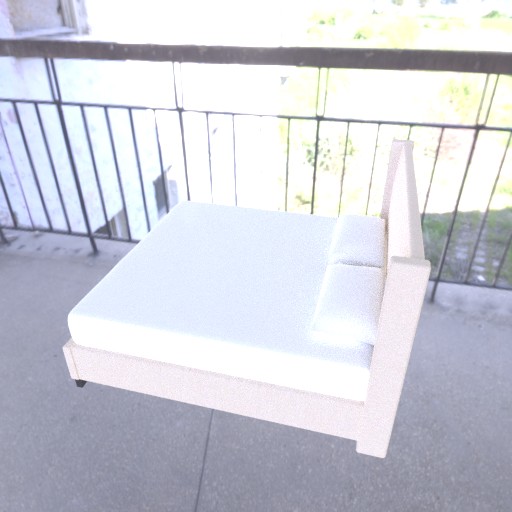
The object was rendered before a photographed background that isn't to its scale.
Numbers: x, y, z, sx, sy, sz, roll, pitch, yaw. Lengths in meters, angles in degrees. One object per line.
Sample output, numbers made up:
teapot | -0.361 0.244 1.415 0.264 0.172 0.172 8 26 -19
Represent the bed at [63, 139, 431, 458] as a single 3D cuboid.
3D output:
bed | 0.000 0.000 3.613 2.293 1.471 2.145 8 32 13
